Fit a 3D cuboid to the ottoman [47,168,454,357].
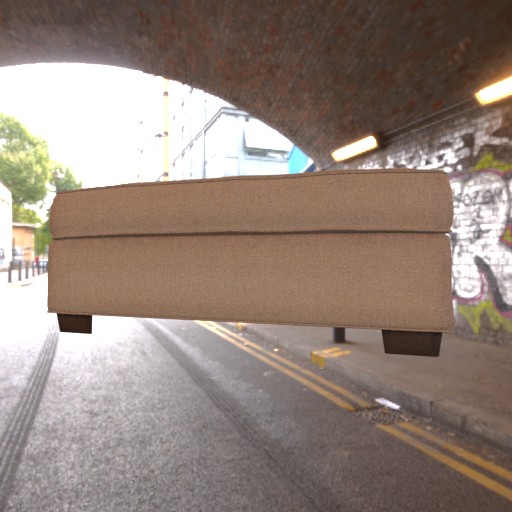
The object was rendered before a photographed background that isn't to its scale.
[{"bbox_3d":[0.000,0.000,1.401,1.097,0.448,0.617,0,0,19],"label":"ottoman"}]
